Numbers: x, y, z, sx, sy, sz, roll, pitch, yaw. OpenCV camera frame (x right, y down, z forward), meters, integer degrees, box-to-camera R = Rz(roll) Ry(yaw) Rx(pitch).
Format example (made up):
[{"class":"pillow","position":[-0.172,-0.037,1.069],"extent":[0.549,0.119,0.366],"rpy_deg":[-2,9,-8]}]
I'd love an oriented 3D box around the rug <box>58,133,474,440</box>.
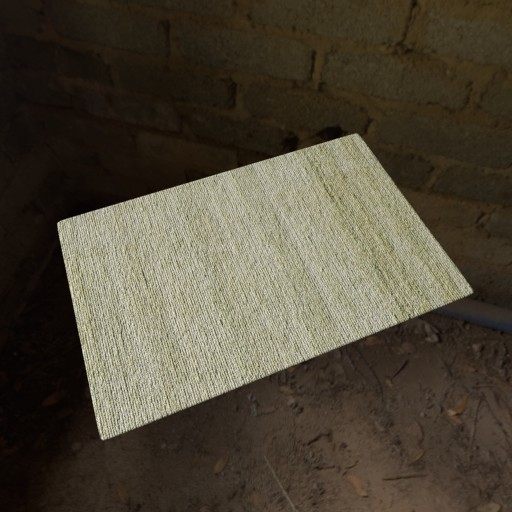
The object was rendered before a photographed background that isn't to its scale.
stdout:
[{"class":"rug","position":[0.000,0.000,2.180],"extent":[1.758,0.010,1.143],"rpy_deg":[-19,60,-11]}]
